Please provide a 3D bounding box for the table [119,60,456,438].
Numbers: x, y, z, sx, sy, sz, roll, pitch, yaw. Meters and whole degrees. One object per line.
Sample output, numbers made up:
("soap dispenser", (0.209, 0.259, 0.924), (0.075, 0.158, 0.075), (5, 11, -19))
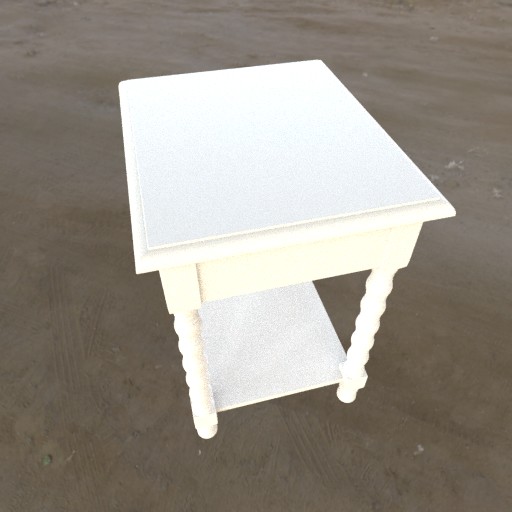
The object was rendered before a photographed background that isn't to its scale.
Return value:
("table", (0.000, 0.000, 0.835), (0.381, 0.531, 0.460), (-10, 46, -10))
